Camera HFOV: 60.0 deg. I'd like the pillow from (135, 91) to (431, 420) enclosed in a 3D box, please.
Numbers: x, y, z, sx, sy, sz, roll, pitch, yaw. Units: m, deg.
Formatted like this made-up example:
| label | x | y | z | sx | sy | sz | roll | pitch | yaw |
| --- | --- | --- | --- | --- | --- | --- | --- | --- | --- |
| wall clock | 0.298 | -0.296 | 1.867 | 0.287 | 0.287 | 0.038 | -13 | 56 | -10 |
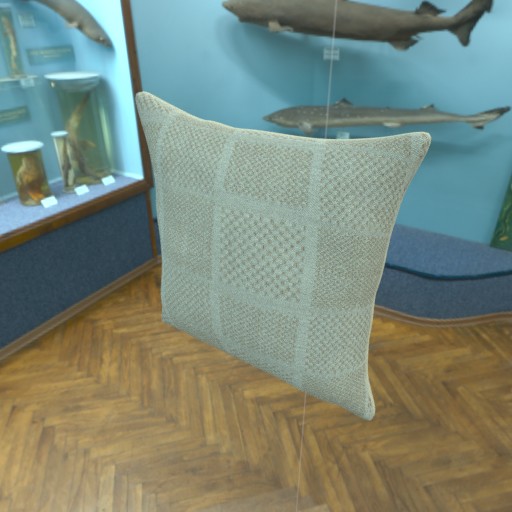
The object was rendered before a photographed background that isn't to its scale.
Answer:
| label | x | y | z | sx | sy | sz | roll | pitch | yaw |
| --- | --- | --- | --- | --- | --- | --- | --- | --- | --- |
| pillow | 0.000 | 0.000 | 0.671 | 0.436 | 0.432 | 0.138 | 19 | 35 | 29 |
